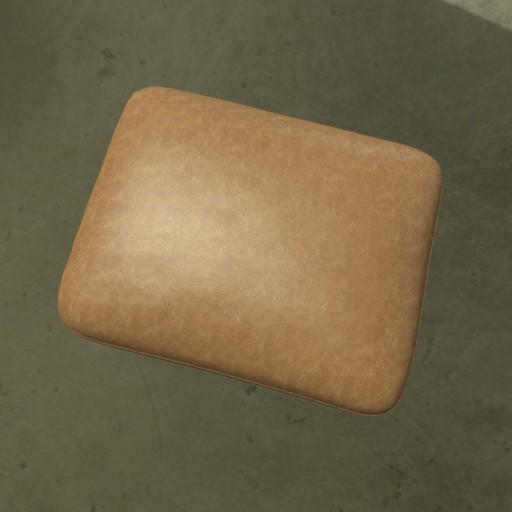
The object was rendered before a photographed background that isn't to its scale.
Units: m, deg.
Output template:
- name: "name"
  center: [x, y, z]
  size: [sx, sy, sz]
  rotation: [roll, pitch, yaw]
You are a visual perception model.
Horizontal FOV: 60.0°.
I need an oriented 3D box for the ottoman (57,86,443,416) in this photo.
- name: "ottoman"
  center: [0.000, 0.000, 1.107]
  size: [0.747, 0.478, 0.593]
  rotation: [14, 77, 3]
